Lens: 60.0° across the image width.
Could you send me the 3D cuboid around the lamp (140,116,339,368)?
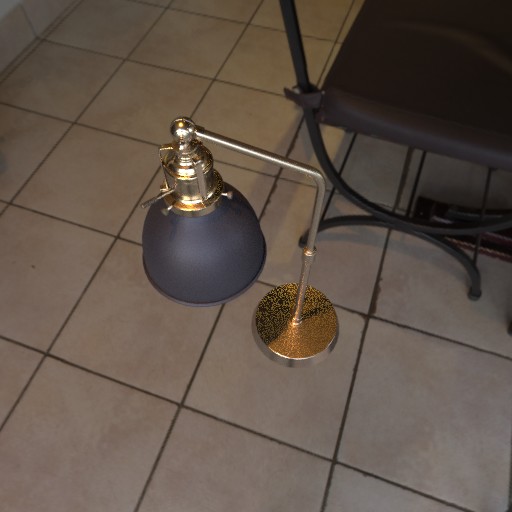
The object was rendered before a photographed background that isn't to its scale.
[{"bbox_3d":[0.000,0.000,0.581,0.291,0.456,0.160,1,59,0],"label":"lamp"}]
